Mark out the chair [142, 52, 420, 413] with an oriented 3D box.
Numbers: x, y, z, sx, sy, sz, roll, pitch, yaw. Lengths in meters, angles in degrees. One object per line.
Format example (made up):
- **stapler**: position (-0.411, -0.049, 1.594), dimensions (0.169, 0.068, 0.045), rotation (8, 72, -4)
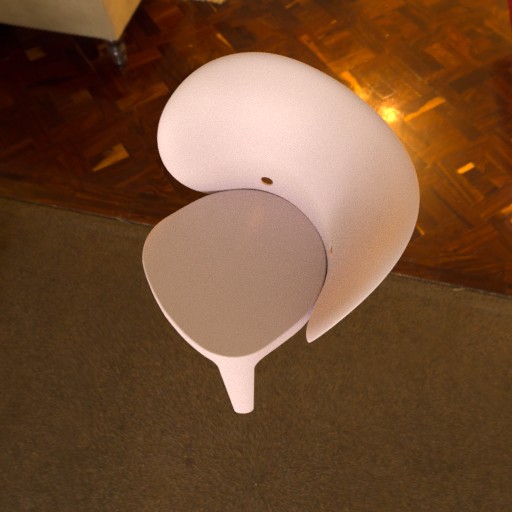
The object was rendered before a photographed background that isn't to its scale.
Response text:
- **chair**: position (0.000, 0.000, 0.843), dimensions (0.402, 0.554, 0.451), rotation (-34, 68, -16)
